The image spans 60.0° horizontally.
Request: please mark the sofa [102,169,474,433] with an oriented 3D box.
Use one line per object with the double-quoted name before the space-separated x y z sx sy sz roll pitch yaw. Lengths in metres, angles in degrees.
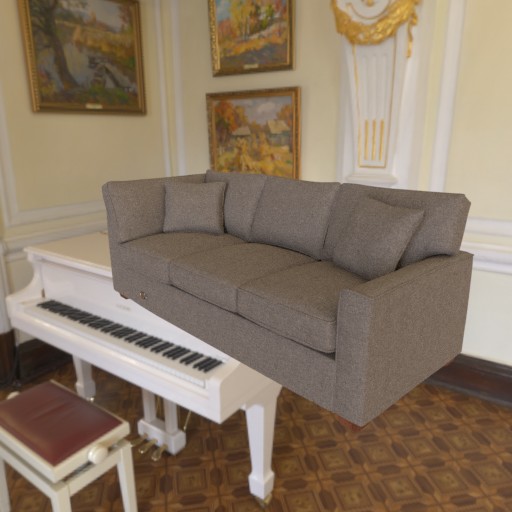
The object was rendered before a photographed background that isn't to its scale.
"sofa" 0.000 0.000 2.858 1.061 0.962 2.317 -14 21 -41
